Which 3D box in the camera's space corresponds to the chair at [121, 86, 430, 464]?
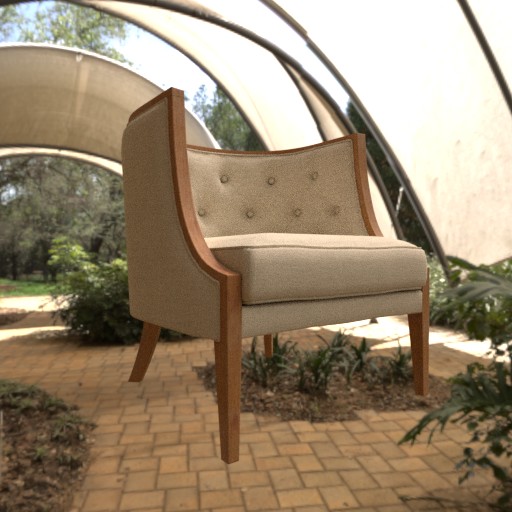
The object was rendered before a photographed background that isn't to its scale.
[{"bbox_3d":[0.000,0.000,1.316,0.711,0.775,0.757,0,1,-37],"label":"chair"}]
